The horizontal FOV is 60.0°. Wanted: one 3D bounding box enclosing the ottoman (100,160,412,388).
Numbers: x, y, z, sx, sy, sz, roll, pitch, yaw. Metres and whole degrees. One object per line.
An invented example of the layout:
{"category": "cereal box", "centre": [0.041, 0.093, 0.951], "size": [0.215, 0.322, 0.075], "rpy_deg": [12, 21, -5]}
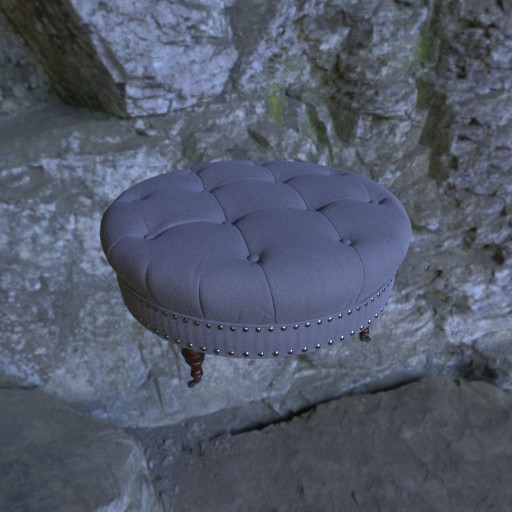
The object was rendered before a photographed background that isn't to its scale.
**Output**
{"category": "ottoman", "centre": [0.000, 0.000, 1.407], "size": [0.901, 0.439, 0.901], "rpy_deg": [0, 29, 0]}
